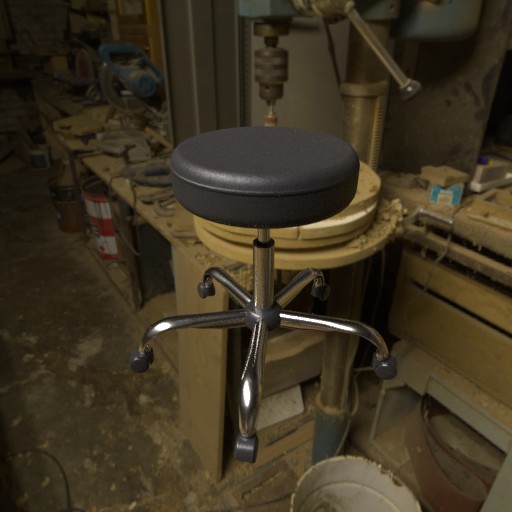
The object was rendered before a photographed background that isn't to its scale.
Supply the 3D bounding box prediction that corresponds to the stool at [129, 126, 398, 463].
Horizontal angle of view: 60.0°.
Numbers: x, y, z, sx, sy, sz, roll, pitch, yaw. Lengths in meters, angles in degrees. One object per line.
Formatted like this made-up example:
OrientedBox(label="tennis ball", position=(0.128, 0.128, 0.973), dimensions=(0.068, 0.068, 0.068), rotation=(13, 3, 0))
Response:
OrientedBox(label="stool", position=(0.000, 0.000, 1.113), dimensions=(0.673, 0.576, 0.638), rotation=(-18, 34, -29))
